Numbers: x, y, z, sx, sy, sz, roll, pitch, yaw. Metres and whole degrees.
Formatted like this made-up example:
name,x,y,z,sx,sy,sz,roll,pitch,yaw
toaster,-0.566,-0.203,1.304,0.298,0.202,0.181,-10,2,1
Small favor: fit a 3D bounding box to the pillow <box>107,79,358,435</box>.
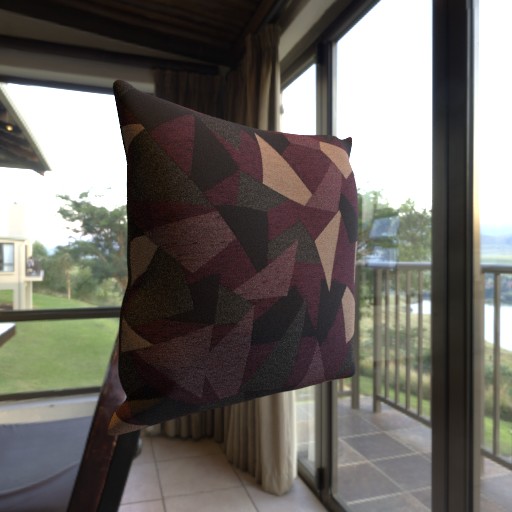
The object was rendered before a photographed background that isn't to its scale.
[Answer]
name,x,y,z,sx,sy,sz,roll,pitch,yaw
pillow,0.000,0.000,0.753,0.503,0.496,0.208,-1,1,-36
